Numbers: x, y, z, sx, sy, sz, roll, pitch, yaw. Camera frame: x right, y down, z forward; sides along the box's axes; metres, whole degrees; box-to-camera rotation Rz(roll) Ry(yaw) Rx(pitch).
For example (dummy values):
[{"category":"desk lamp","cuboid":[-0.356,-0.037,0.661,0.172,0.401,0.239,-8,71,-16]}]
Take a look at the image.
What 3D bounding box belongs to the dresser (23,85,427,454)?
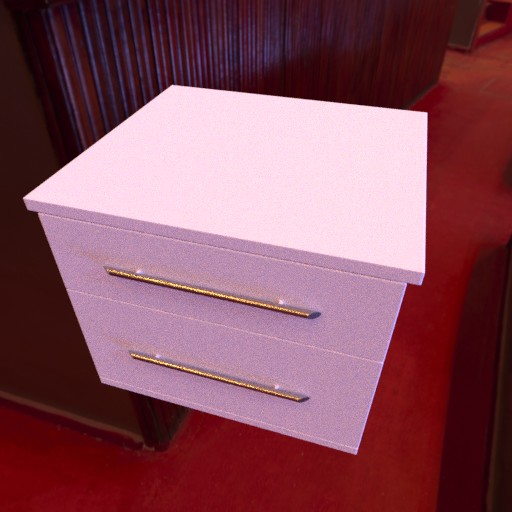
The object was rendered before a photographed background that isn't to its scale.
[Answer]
[{"category":"dresser","cuboid":[0.000,0.000,0.697,0.430,0.360,0.400,11,41,13]}]
